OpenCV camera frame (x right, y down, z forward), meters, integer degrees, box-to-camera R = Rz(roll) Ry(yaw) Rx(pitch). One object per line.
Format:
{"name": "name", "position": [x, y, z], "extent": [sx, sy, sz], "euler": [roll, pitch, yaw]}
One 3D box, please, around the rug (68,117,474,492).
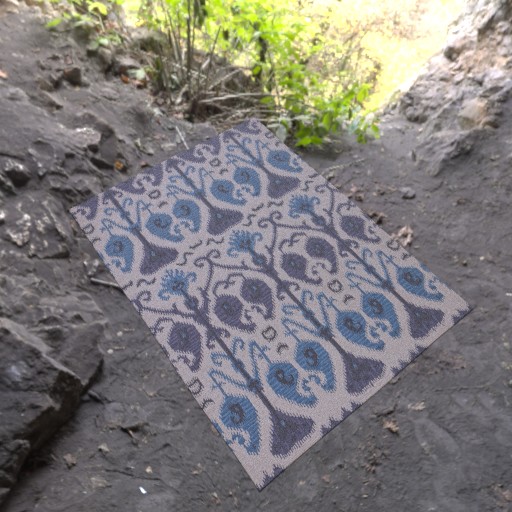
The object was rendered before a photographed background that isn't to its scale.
{"name": "rug", "position": [0.000, 0.000, 2.959], "extent": [1.676, 0.013, 2.261], "euler": [-32, 62, -19]}
